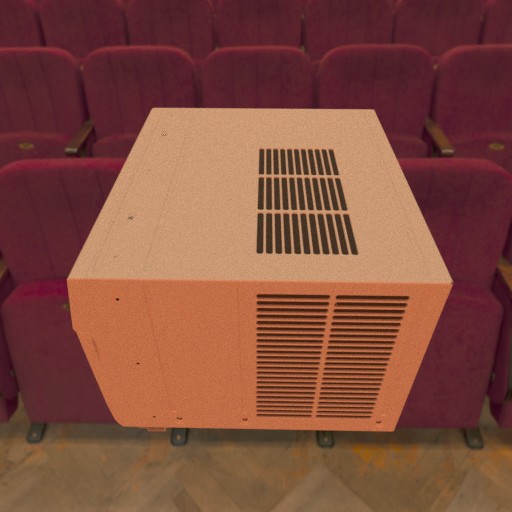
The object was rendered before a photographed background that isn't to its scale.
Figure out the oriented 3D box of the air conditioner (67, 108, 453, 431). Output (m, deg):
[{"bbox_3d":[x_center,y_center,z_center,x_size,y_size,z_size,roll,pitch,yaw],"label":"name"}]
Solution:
[{"bbox_3d":[0.000,0.000,1.047,0.599,0.455,0.645,1,41,1],"label":"air conditioner"}]
